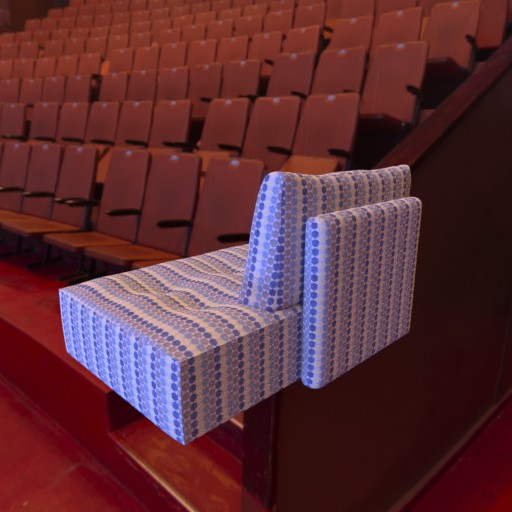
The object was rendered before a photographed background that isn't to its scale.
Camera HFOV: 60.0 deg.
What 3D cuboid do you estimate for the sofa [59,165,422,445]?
[{"bbox_3d":[0.000,0.000,2.018,1.450,0.820,1.000,-15,21,-43],"label":"sofa"}]
